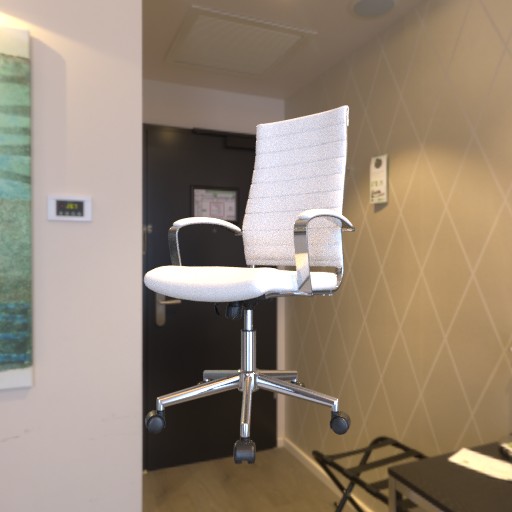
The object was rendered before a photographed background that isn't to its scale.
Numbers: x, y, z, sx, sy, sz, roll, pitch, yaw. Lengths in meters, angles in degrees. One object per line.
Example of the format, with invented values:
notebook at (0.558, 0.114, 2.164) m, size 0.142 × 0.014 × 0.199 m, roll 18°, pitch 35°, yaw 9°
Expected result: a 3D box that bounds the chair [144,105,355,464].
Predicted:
chair at (0.000, 0.000, 1.584) m, size 0.679 × 1.149 × 0.679 m, roll 0°, pitch 0°, yaw 37°
